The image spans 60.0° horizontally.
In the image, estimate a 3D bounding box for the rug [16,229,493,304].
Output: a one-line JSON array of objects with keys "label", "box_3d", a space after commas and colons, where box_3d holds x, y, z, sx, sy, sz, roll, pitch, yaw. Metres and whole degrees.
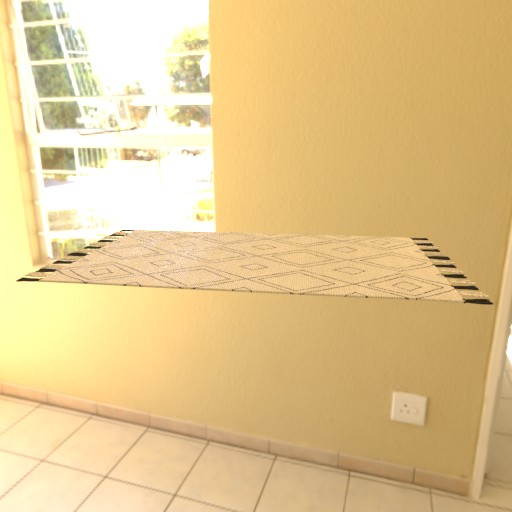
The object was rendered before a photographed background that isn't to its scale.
[{"label": "rug", "box_3d": [0.000, 0.000, 3.214, 2.755, 0.021, 1.524, 2, 16, 8]}]
